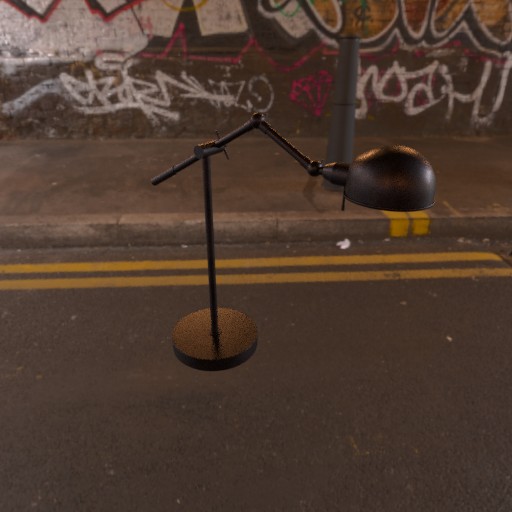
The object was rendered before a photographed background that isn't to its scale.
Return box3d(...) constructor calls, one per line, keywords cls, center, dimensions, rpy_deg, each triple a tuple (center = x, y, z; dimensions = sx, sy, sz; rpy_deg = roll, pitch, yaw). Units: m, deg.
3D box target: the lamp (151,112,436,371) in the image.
box3d(cls="lamp", center=(0.000, 0.000, 0.809), dimensions=(0.567, 0.495, 0.185), rpy_deg=(18, 32, 31))
